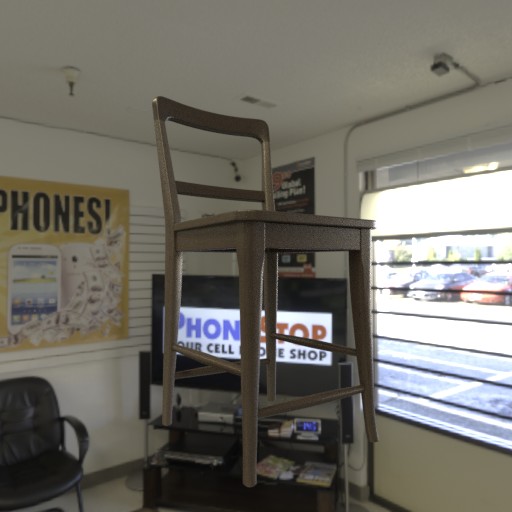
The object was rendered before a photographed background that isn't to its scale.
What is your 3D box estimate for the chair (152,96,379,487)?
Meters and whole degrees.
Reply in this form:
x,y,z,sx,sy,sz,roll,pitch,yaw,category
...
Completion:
x,y,z,sx,sy,sz,roll,pitch,yaw,category
0.000,0.000,1.281,0.450,0.991,0.546,1,-1,-36,chair
